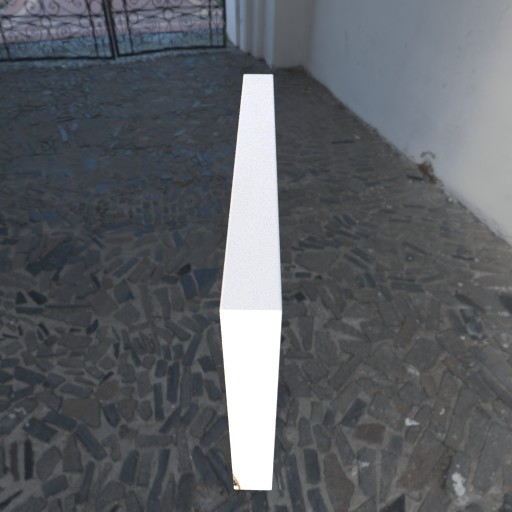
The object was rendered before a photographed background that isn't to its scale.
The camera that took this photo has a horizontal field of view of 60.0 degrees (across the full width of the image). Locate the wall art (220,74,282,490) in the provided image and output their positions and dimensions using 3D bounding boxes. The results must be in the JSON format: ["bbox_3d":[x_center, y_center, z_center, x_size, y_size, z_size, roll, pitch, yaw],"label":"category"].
[{"bbox_3d":[0.000,0.000,0.481,0.039,0.254,0.384,1,41,1],"label":"wall art"}]
